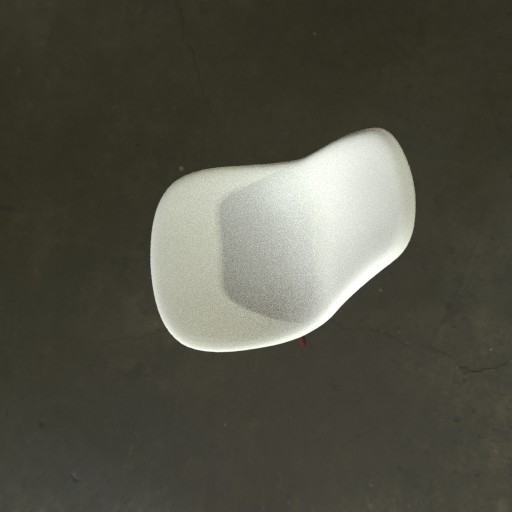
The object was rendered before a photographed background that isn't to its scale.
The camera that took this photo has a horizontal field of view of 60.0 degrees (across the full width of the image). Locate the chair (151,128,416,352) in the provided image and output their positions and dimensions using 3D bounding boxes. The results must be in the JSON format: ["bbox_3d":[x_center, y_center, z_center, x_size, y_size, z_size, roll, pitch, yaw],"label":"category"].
[{"bbox_3d":[0.000,0.000,1.141,0.533,0.826,0.470,-5,76,-1],"label":"chair"}]
